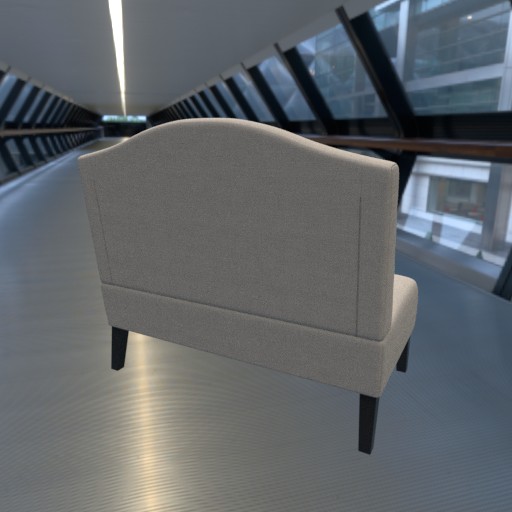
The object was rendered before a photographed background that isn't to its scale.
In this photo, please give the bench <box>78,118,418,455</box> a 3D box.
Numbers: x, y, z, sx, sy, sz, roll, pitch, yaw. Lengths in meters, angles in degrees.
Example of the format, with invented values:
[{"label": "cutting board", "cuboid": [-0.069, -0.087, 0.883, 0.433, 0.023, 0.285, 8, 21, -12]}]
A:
[{"label": "bench", "cuboid": [0.000, 0.000, 2.027, 1.335, 1.180, 0.815, 8, 17, 28]}]
